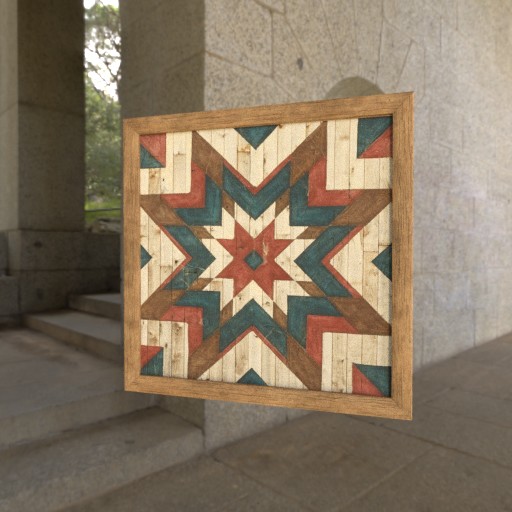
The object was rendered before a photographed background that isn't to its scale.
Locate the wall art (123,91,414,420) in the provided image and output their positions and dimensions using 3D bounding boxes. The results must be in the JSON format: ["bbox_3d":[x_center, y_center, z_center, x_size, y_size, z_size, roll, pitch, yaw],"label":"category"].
[{"bbox_3d":[0.000,0.000,1.041,0.695,0.691,0.029,0,1,17],"label":"wall art"}]
